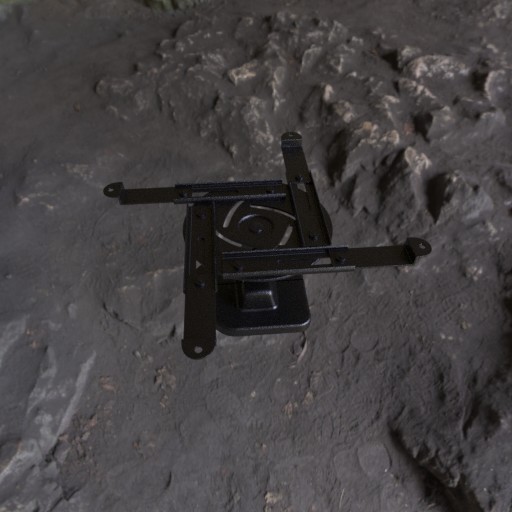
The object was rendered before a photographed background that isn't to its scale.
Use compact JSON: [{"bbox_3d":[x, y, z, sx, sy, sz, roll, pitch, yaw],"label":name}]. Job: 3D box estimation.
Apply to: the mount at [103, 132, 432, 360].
[{"bbox_3d":[0.000,0.000,0.598,0.394,0.141,0.394,-3,46,-3],"label":"mount"}]
